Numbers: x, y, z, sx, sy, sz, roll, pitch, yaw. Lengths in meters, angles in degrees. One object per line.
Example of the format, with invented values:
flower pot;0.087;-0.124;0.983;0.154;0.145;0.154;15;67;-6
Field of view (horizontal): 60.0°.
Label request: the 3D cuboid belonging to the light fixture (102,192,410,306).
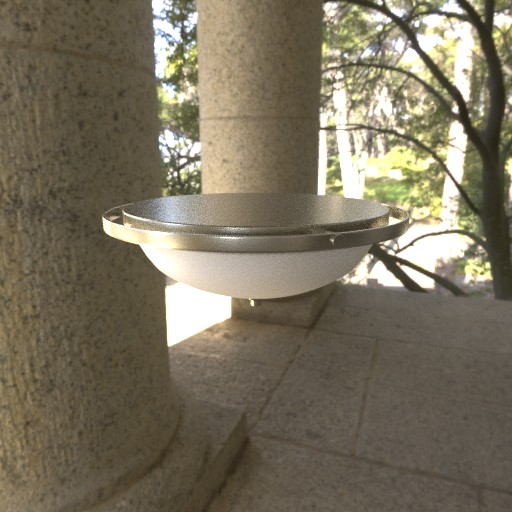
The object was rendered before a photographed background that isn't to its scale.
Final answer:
light fixture;0.000;0.000;0.563;0.361;0.130;0.361;0;14;0
